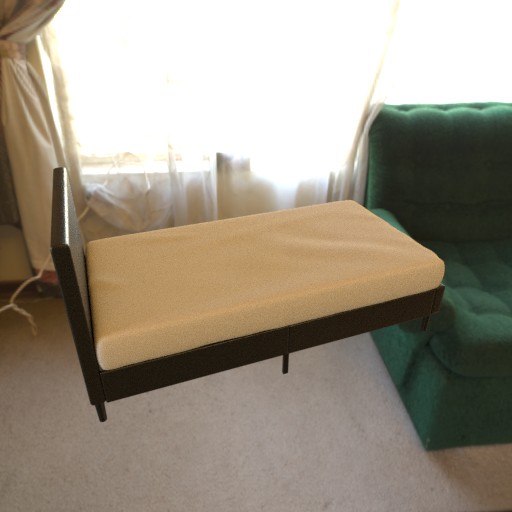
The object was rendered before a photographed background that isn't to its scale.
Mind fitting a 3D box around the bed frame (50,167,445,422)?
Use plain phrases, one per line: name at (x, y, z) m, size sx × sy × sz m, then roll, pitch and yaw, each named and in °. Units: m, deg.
bed frame at (0.000, 0.000, 2.562) m, size 2.152 × 1.046 × 1.038 m, roll -11°, pitch 31°, yaw -18°
